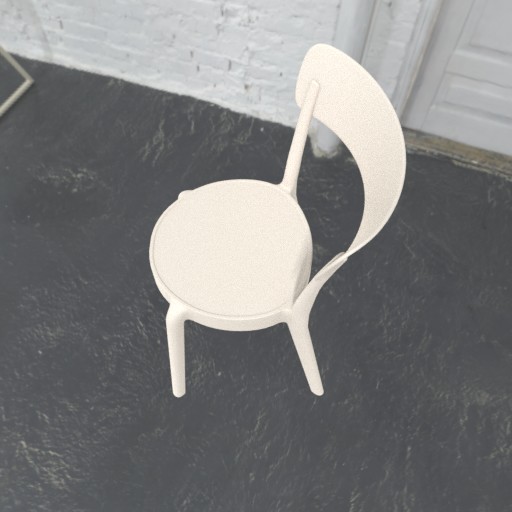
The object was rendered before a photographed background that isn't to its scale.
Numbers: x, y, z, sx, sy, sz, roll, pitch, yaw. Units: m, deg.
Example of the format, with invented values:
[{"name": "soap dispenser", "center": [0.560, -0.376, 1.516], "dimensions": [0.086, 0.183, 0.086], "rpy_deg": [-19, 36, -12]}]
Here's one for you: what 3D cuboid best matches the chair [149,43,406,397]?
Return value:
[{"name": "chair", "center": [0.000, 0.000, 1.072], "dimensions": [0.491, 0.790, 0.506], "rpy_deg": [-1, 57, -1]}]
